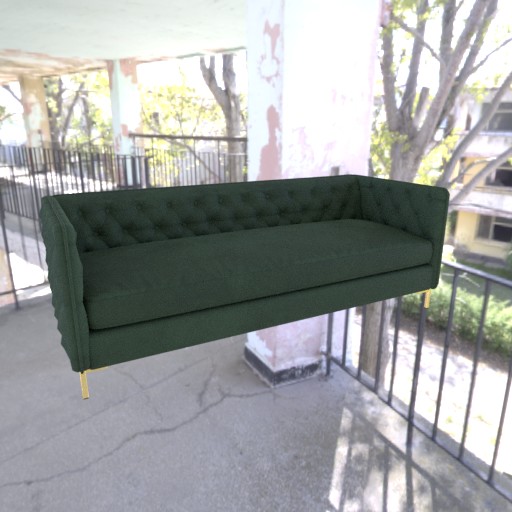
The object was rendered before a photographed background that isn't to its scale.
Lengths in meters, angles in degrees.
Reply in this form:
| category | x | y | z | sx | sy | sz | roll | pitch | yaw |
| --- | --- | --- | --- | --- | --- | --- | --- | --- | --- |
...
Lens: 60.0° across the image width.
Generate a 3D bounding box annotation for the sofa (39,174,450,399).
| category | x | y | z | sx | sy | sz | roll | pitch | yaw |
| --- | --- | --- | --- | --- | --- | --- | --- | --- | --- |
| sofa | 0.000 | 0.000 | 2.603 | 2.209 | 0.771 | 0.895 | -9 | 19 | -27 |
